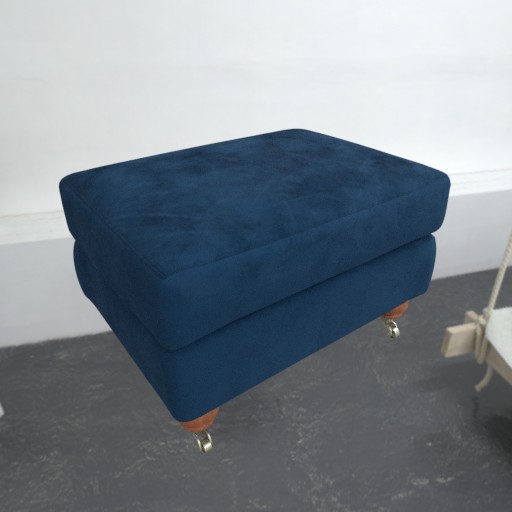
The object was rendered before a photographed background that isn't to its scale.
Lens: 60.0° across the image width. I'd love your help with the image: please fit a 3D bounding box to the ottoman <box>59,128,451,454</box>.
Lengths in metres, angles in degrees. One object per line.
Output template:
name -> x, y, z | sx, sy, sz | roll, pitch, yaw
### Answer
ottoman -> 0.000, 0.000, 1.129 | 0.773, 0.503, 0.572 | -20, 36, -31
